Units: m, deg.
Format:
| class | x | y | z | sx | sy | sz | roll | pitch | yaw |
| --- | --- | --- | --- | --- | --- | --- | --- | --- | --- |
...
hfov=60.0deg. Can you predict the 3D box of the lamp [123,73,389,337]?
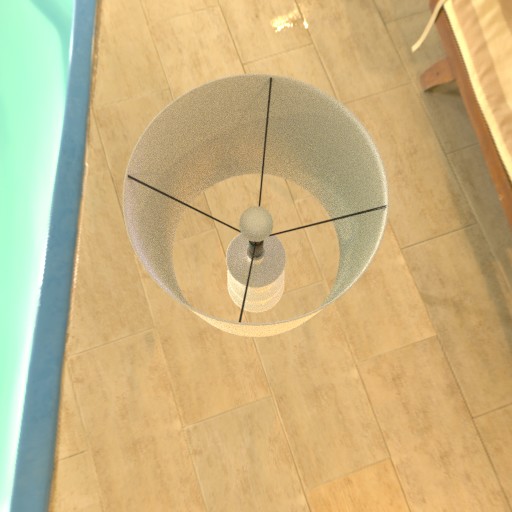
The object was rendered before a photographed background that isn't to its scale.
| class | x | y | z | sx | sy | sz | roll | pitch | yaw |
| --- | --- | --- | --- | --- | --- | --- | --- | --- | --- |
| lamp | 0.000 | 0.000 | 0.569 | 0.208 | 0.455 | 0.208 | -13 | 77 | -3 |
